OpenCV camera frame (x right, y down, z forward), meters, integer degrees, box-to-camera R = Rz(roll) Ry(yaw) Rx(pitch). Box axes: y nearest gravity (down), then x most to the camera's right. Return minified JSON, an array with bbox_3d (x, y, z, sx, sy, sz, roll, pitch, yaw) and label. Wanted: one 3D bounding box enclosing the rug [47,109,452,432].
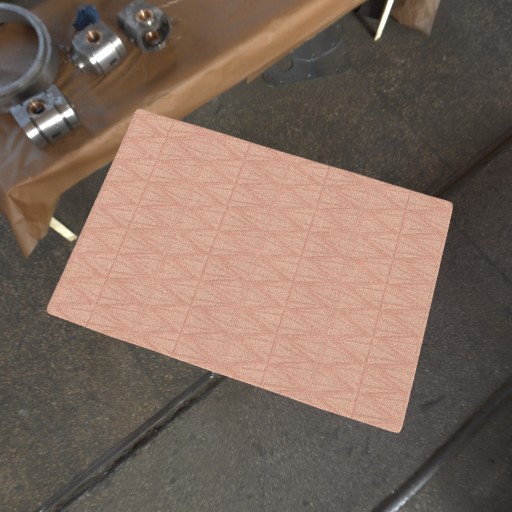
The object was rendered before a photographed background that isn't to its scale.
[{"bbox_3d":[0.000,0.000,3.000,2.390,0.015,1.609,18,76,5],"label":"rug"}]
